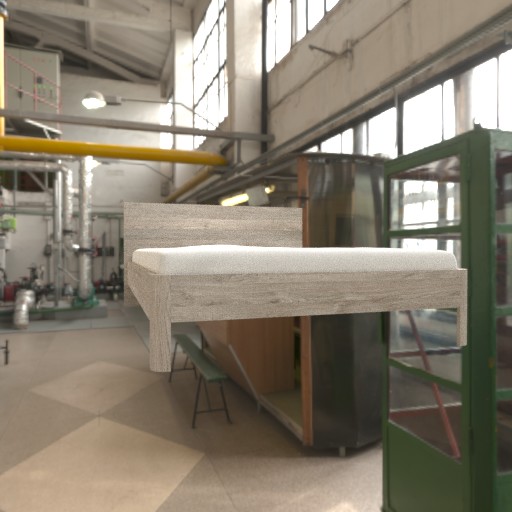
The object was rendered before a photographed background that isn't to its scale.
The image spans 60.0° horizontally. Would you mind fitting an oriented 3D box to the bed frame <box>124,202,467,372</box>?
[{"bbox_3d":[0.000,0.000,2.728,1.490,0.800,1.950,0,1,-19],"label":"bed frame"}]
